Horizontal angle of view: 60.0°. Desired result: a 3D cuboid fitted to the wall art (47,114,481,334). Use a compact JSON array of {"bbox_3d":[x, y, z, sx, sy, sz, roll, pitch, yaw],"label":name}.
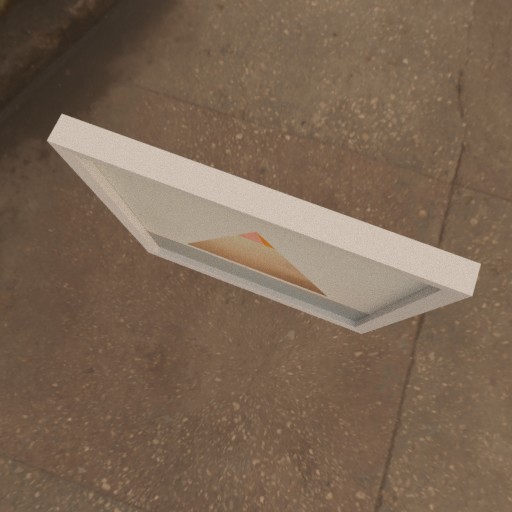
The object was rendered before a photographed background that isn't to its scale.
[{"bbox_3d":[0.000,0.000,1.890,1.289,1.291,0.098,21,76,5],"label":"wall art"}]
